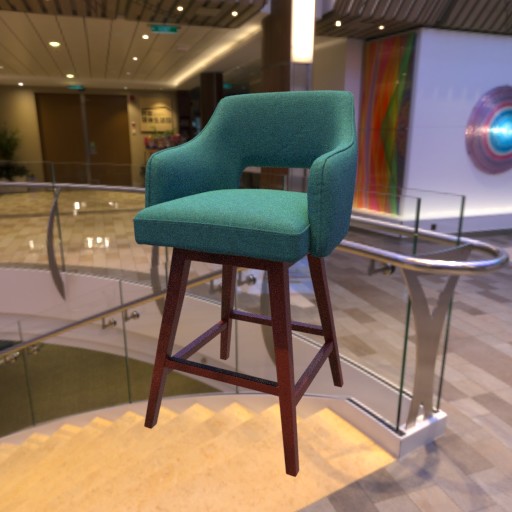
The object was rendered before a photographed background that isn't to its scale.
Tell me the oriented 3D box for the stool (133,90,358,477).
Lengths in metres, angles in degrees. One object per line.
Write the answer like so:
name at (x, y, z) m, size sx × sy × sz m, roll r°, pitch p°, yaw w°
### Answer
stool at (0.000, 0.000, 1.315) m, size 0.548 × 0.961 × 0.556 m, roll 7°, pitch 17°, yaw 24°
